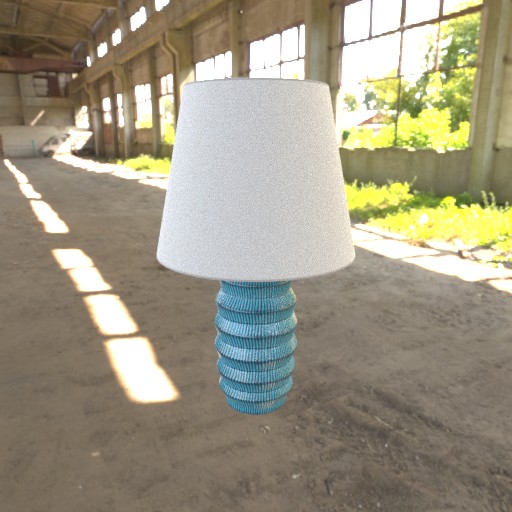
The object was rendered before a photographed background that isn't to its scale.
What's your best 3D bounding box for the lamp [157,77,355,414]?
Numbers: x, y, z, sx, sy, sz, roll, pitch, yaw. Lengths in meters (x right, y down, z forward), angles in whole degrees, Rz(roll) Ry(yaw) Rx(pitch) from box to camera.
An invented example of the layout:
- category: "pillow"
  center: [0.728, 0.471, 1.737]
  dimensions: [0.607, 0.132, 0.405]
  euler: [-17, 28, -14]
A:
- category: "lamp"
  center: [0.000, 0.000, 0.811]
  dimensions: [0.355, 0.582, 0.355]
  euler: [0, 15, 0]
